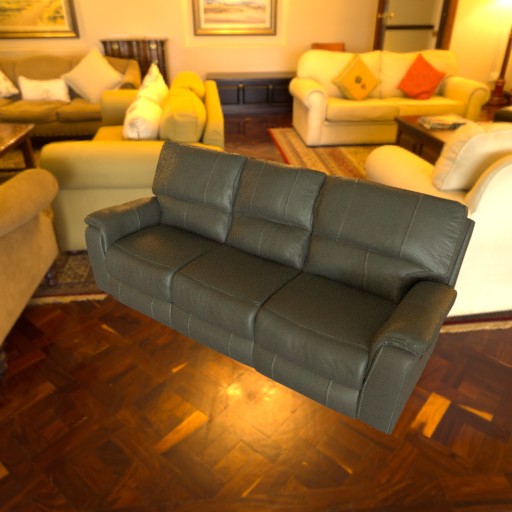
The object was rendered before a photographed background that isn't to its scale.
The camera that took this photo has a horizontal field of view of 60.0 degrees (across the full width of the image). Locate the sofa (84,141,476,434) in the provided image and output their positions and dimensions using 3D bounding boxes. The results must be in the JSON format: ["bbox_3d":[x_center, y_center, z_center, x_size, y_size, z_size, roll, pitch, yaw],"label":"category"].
[{"bbox_3d":[0.000,0.000,3.137,2.627,1.134,1.104,19,35,30],"label":"sofa"}]
